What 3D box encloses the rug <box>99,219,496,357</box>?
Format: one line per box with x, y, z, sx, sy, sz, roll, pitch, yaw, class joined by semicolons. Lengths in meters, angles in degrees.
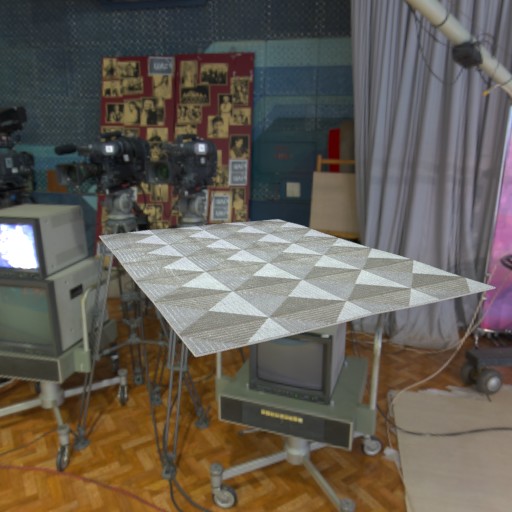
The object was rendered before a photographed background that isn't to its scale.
0.000;0.000;4.292;2.428;0.027;3.333;-7;17;-26;rug
